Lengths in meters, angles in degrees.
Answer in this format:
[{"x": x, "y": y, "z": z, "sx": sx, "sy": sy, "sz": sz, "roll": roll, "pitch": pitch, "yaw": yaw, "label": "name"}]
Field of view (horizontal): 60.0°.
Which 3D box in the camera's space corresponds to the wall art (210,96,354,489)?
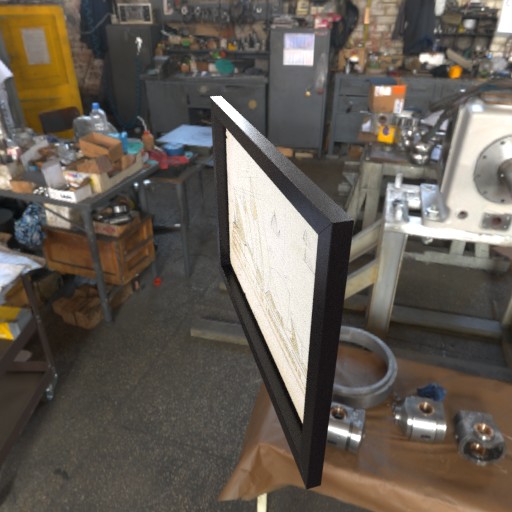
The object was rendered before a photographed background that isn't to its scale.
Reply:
[{"x": 0.000, "y": 0.000, "z": 0.841, "sx": 0.027, "sy": 0.458, "sz": 0.657, "roll": -8, "pitch": 32, "yaw": -14, "label": "wall art"}]
